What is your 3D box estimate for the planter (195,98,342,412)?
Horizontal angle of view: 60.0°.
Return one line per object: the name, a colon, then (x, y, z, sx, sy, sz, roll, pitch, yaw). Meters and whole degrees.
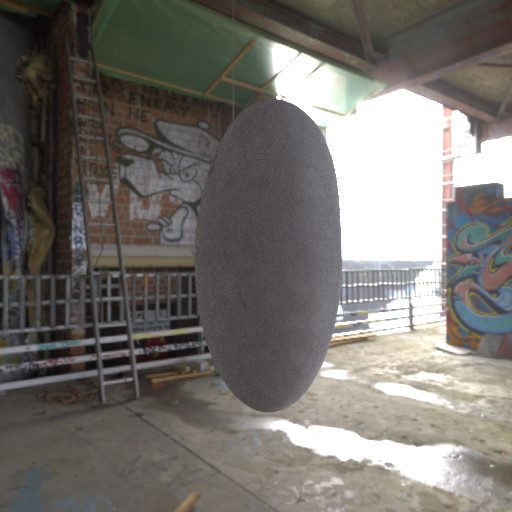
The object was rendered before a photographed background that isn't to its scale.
planter: (0.000, 0.000, 0.281, 0.071, 0.188, 0.185, 0, -1, -18)
